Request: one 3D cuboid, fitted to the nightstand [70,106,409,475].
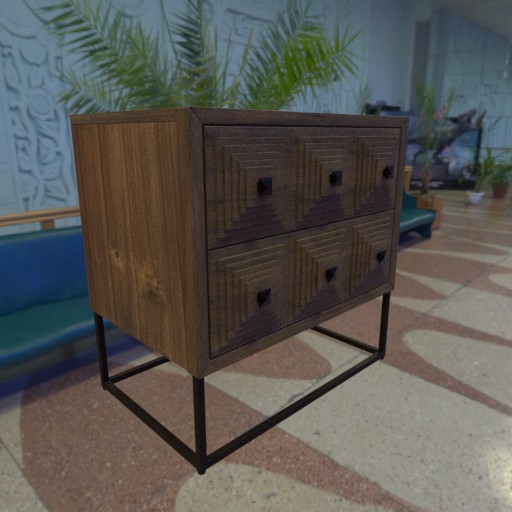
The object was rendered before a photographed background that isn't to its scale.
[{"bbox_3d":[0.000,0.000,1.010,0.610,0.610,0.437,-14,21,-42],"label":"nightstand"}]
